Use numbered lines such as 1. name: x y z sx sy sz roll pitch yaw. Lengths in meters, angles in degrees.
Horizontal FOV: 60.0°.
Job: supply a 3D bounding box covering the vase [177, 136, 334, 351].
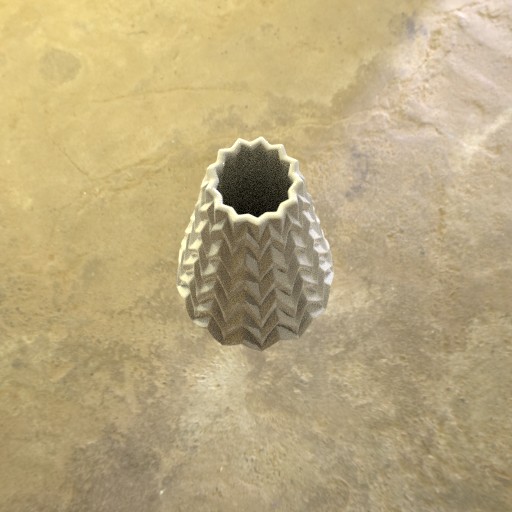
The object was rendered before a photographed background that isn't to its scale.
1. vase: 0.000 0.000 0.407 0.167 0.328 0.167 0 75 0
